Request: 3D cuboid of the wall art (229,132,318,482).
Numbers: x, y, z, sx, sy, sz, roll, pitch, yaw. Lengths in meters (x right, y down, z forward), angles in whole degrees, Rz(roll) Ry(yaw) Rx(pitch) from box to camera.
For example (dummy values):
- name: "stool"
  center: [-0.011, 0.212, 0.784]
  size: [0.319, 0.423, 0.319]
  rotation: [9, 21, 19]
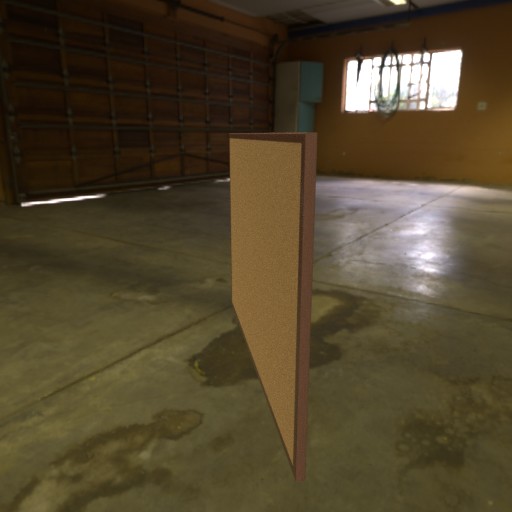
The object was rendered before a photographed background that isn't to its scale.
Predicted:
- name: "wall art"
  center: [0.000, 0.000, 0.852]
  size: [0.014, 0.455, 0.660]
  rotation: [-3, 16, -10]
